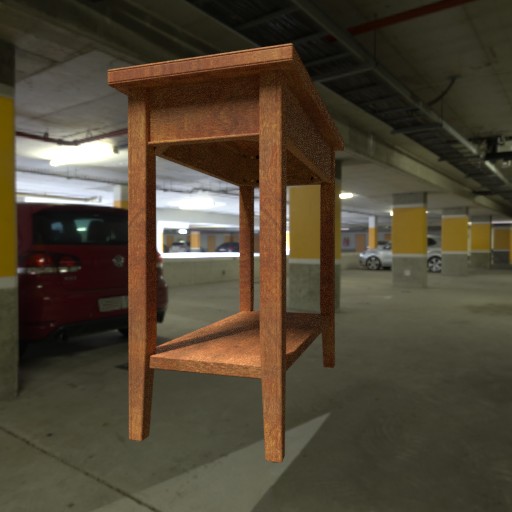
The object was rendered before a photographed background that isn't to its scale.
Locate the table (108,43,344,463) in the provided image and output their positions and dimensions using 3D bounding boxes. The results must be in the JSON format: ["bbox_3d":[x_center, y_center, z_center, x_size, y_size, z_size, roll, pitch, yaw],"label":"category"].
[{"bbox_3d":[0.000,0.000,0.961,0.305,0.610,0.610,0,1,18],"label":"table"}]
